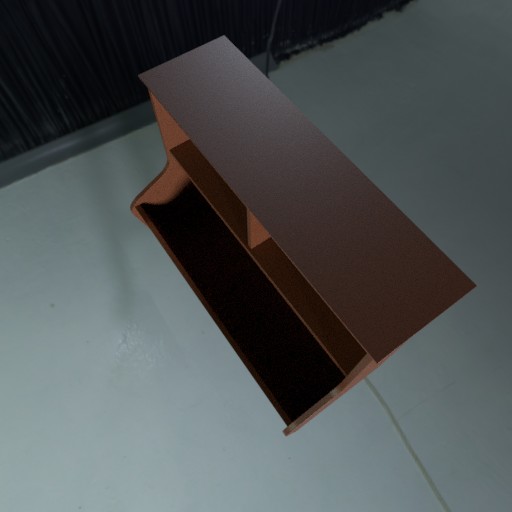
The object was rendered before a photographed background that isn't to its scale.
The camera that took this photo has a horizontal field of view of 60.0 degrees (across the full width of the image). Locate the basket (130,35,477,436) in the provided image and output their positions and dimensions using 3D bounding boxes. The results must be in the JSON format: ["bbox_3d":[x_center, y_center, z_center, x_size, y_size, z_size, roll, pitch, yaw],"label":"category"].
[{"bbox_3d":[0.000,0.000,1.141,0.376,0.625,0.792,-32,68,-15],"label":"basket"}]
